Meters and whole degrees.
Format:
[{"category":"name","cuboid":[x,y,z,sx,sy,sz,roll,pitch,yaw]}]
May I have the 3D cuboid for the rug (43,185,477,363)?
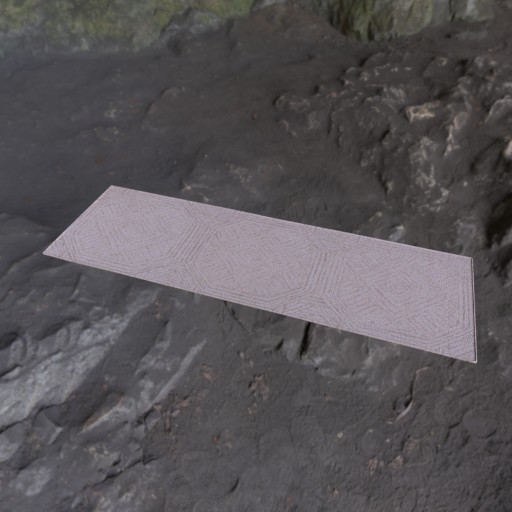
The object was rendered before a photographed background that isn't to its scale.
[{"category":"rug","cuboid":[0.000,0.000,2.646,2.452,0.012,0.775,13,44,13]}]
